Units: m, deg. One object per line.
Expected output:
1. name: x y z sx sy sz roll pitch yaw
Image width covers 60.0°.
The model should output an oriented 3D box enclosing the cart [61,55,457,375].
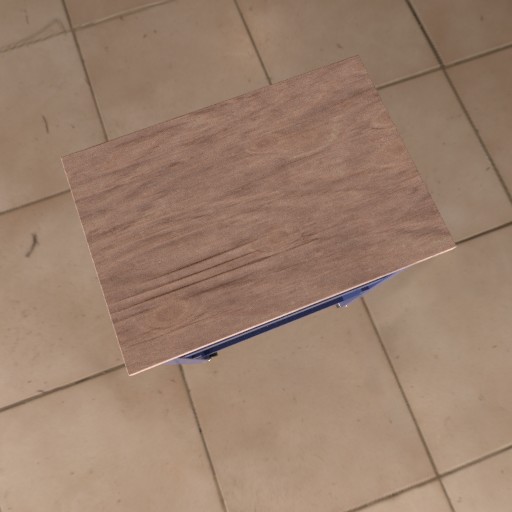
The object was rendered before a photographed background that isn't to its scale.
1. cart: 0.000 0.000 1.168 0.584 0.839 0.403 -21 77 -5
